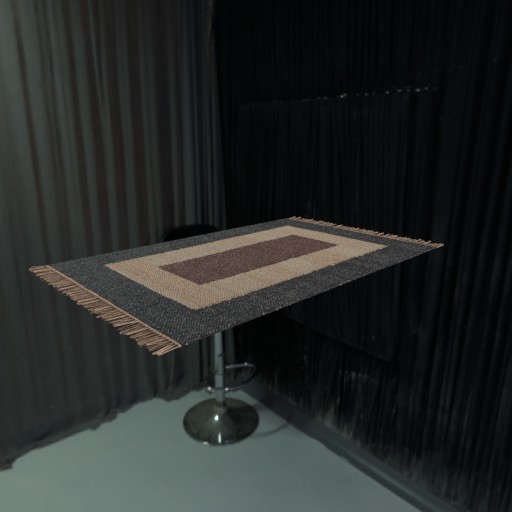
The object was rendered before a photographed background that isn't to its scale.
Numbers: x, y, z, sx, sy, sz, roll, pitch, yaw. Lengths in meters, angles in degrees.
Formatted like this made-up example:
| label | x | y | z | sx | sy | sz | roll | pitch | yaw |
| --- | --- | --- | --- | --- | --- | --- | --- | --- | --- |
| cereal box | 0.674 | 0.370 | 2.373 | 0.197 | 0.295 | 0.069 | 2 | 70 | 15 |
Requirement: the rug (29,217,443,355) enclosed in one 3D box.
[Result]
| label | x | y | z | sx | sy | sz | roll | pitch | yaw |
| --- | --- | --- | --- | --- | --- | --- | --- | --- | --- |
| rug | 0.000 | 0.000 | 2.467 | 2.021 | 0.027 | 1.224 | -15 | 21 | -41 |
